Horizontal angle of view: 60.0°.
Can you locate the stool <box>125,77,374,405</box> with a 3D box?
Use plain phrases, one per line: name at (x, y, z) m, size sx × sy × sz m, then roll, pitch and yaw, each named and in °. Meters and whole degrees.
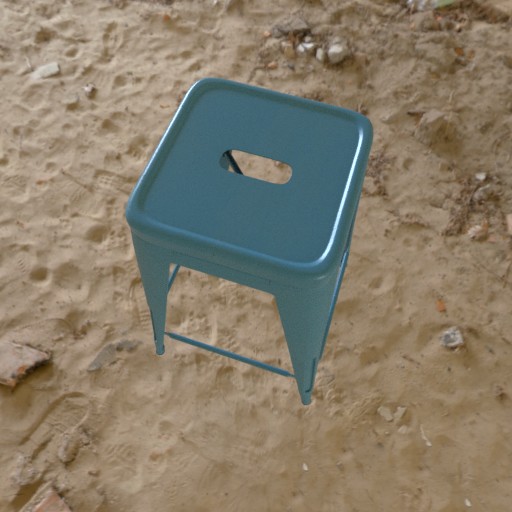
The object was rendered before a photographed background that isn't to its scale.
stool at (0.000, 0.000, 0.919) m, size 0.410 × 0.608 × 0.410 m, roll 17°, pitch 65°, yaw 8°
